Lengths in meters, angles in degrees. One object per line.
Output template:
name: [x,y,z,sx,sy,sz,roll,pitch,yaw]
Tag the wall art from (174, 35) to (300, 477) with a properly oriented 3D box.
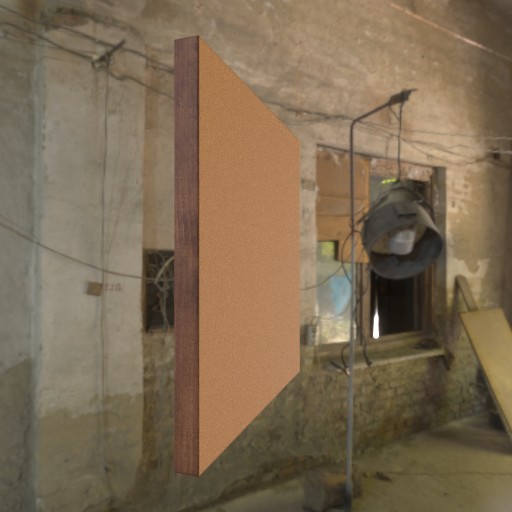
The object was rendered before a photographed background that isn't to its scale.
wall art: [0.000,0.000,0.841,0.037,0.572,0.554,0,0,19]
